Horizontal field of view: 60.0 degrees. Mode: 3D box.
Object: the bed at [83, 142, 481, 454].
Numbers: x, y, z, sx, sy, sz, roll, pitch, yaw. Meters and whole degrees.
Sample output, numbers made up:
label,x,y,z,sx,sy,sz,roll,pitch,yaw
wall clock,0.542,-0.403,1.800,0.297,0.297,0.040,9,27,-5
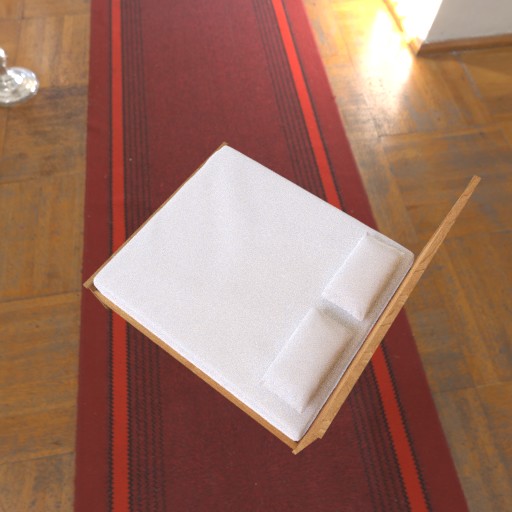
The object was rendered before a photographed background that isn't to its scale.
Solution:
label,x,y,z,sx,sy,sz,roll,pitch,yaw
bed,0.000,0.000,4.092,2.530,1.938,2.225,33,67,16
